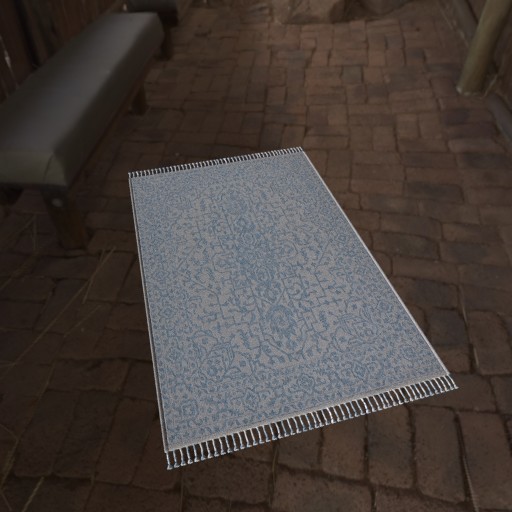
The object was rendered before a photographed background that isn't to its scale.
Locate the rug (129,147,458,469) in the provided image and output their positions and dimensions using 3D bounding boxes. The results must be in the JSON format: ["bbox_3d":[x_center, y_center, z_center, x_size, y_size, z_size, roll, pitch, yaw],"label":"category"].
[{"bbox_3d":[0.000,0.000,3.001,1.524,0.010,2.438,-11,46,-11],"label":"rug"}]
